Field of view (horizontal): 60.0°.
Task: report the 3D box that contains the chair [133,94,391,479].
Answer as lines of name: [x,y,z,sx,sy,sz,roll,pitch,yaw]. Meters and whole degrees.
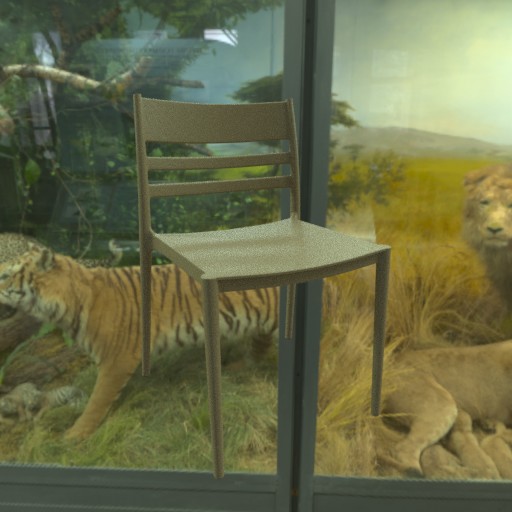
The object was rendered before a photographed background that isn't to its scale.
chair: [0.000,0.000,1.149,0.531,0.800,0.511,-9,19,-27]
